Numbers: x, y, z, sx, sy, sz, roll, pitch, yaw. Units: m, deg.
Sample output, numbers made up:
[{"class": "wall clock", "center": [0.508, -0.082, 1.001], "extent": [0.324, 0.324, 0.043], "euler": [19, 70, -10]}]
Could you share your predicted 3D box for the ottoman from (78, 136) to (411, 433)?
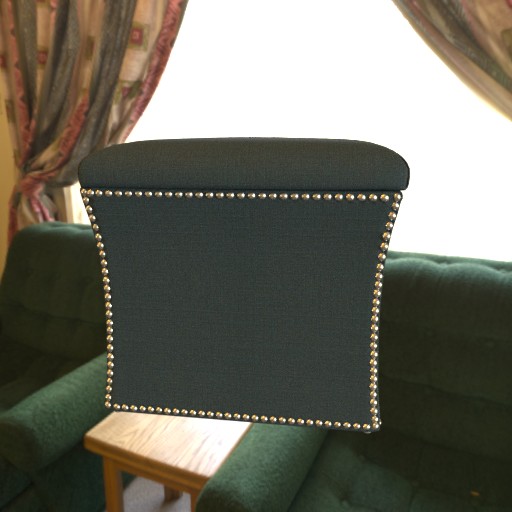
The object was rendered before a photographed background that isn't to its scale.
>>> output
[{"class": "ottoman", "center": [0.000, 0.000, 0.912], "extent": [0.507, 0.475, 0.497], "euler": [2, 15, 7]}]
